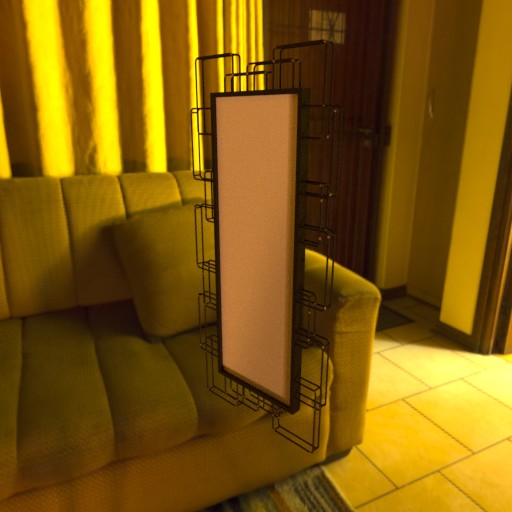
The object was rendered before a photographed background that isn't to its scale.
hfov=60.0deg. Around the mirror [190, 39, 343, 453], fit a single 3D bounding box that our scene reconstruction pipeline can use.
[{"bbox_3d":[0.000,0.000,1.402,0.565,1.192,0.037,16,23,41],"label":"mirror"}]
